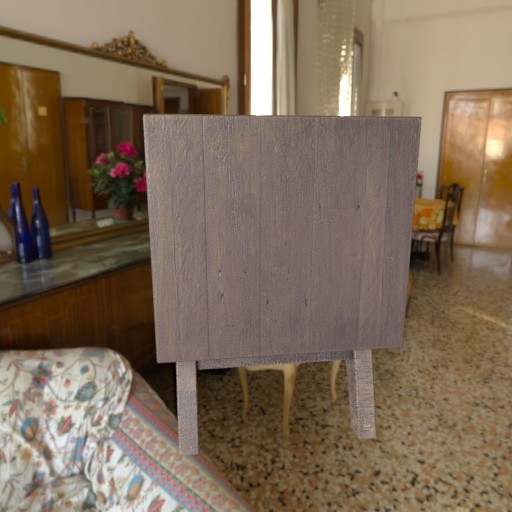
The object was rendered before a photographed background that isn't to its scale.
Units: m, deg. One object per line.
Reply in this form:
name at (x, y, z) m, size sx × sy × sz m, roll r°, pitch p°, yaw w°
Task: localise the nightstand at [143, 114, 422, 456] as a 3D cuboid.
nightstand at (0.000, 0.000, 1.063) m, size 0.450 × 0.599 × 0.650 m, roll -2°, pitch 14°, yaw -8°
